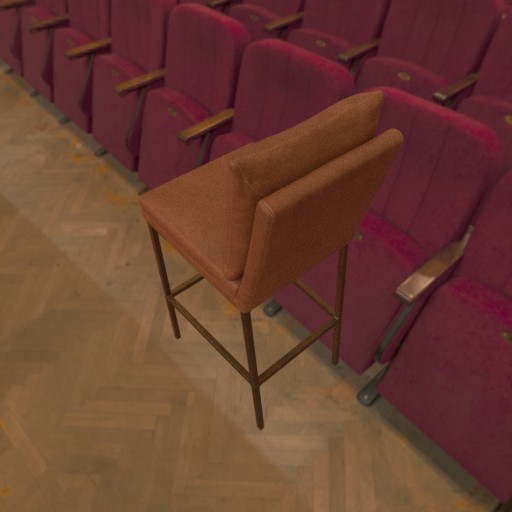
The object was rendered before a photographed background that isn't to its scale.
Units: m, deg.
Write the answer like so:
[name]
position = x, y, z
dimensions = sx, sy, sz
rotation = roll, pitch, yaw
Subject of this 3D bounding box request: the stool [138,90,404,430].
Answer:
[stool]
position = 0.000, 0.000, 1.426
dimensions = 0.463, 1.124, 0.571
rotation = -32, 55, -27
